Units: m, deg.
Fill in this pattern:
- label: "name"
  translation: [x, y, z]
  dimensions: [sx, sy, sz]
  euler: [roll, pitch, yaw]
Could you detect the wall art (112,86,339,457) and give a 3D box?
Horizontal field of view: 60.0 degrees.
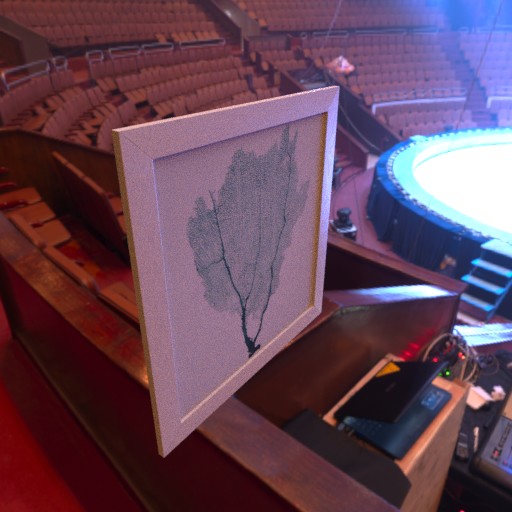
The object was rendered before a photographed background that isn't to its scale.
- label: "wall art"
  translation: [0.000, 0.000, 0.872]
  dimensions: [0.015, 0.577, 0.572]
  euler: [19, 33, 32]
